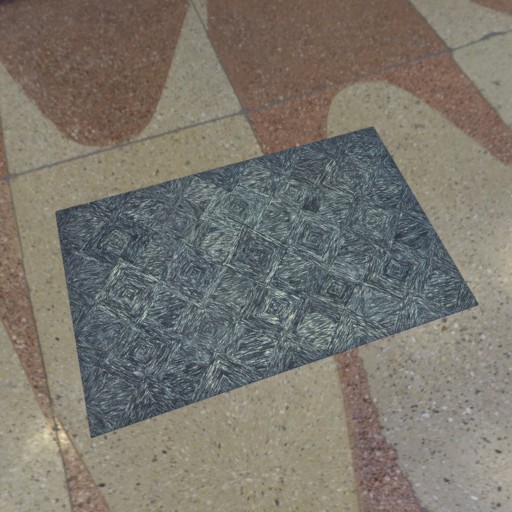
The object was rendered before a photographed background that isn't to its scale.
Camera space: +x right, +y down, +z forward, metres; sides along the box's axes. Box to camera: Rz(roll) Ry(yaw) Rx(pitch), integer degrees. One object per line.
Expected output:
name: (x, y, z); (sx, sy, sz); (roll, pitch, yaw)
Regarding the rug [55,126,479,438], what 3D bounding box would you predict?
rug: (0.000, 0.000, 2.808); (2.330, 0.017, 1.478); (-17, 65, -8)
